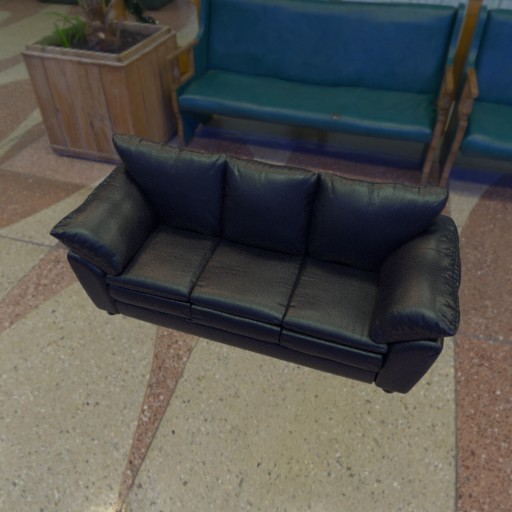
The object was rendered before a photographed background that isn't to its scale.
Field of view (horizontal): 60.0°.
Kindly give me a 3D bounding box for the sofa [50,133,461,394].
[{"bbox_3d":[0.000,0.000,2.807,2.336,1.073,0.880,13,43,14],"label":"sofa"}]
